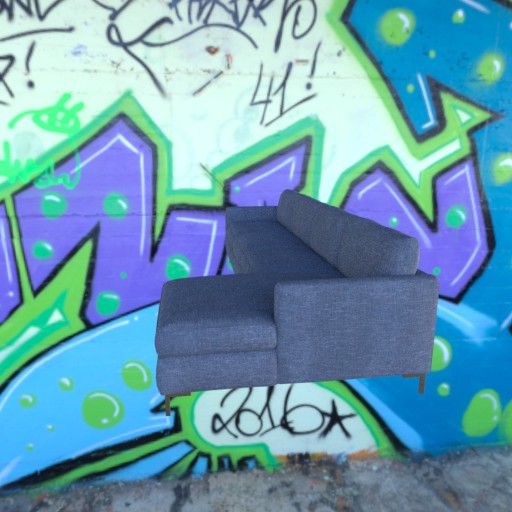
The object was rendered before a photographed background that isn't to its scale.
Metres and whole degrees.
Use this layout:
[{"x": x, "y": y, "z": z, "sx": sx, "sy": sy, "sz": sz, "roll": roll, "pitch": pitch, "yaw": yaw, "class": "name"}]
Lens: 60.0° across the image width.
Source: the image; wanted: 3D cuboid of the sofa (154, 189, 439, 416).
[{"x": 0.000, "y": 0.000, "z": 3.419, "sx": 1.350, "sy": 0.810, "sz": 2.932, "roll": -2, "pitch": 13, "yaw": -8, "class": "sofa"}]
